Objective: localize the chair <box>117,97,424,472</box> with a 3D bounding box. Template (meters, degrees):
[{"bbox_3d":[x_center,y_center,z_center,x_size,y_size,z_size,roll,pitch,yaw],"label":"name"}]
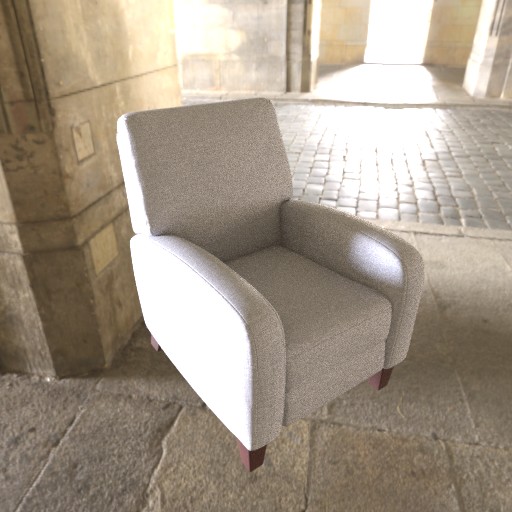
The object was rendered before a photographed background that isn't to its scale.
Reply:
[{"bbox_3d":[0.000,0.000,1.652,0.762,0.990,0.990,-19,34,-31],"label":"chair"}]
